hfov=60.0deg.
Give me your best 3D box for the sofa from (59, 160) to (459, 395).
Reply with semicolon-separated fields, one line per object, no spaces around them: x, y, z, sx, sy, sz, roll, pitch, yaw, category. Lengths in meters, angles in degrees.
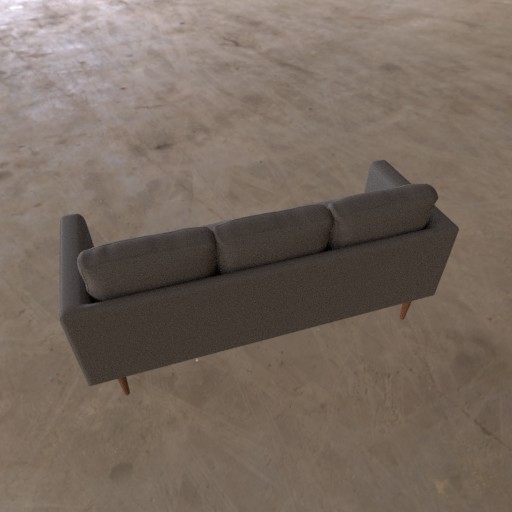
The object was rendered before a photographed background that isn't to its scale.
0.000;0.000;2.551;2.029;0.912;0.802;-12;43;-13;sofa
